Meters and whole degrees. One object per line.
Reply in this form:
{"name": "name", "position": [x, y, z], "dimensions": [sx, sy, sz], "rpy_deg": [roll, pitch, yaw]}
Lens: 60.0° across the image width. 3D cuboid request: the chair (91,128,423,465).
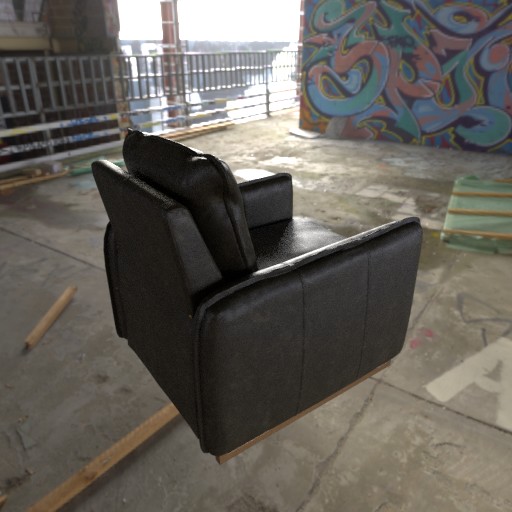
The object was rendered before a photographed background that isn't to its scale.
{"name": "chair", "position": [0.000, 0.000, 1.615], "dimensions": [0.921, 0.921, 0.830], "rpy_deg": [-17, 31, -32]}
